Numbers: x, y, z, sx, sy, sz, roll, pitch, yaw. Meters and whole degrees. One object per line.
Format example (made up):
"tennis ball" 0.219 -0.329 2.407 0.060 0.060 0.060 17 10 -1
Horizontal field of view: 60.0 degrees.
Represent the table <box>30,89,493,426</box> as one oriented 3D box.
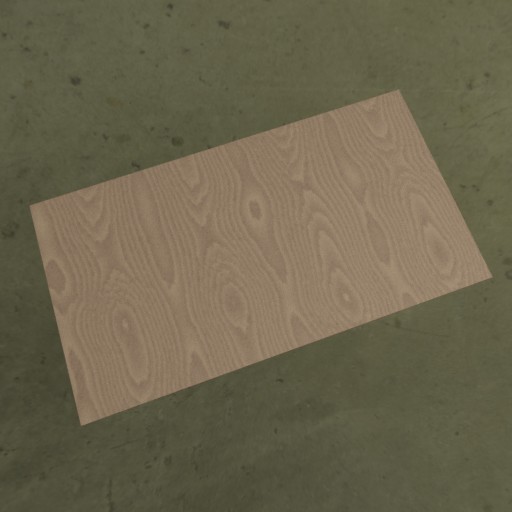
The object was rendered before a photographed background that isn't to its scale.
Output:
"table" 0.000 0.000 1.453 1.197 0.347 0.651 -19 76 -5
